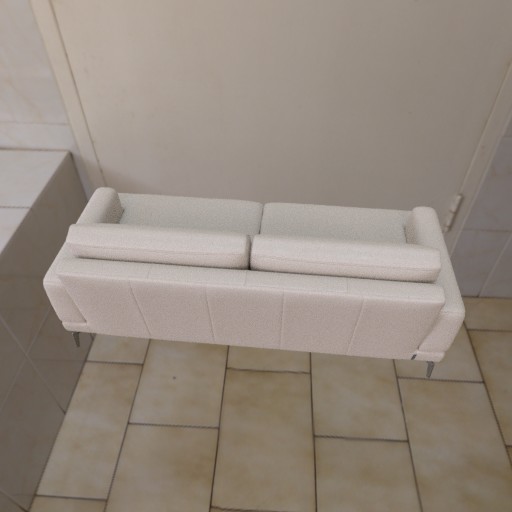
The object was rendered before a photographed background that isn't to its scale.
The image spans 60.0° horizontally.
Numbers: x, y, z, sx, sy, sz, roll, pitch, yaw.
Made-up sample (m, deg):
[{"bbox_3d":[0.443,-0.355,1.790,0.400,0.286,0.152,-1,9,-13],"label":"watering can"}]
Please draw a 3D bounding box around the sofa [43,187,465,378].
[{"bbox_3d":[0.000,0.000,2.369,1.940,0.765,0.974,4,45,4],"label":"sofa"}]
